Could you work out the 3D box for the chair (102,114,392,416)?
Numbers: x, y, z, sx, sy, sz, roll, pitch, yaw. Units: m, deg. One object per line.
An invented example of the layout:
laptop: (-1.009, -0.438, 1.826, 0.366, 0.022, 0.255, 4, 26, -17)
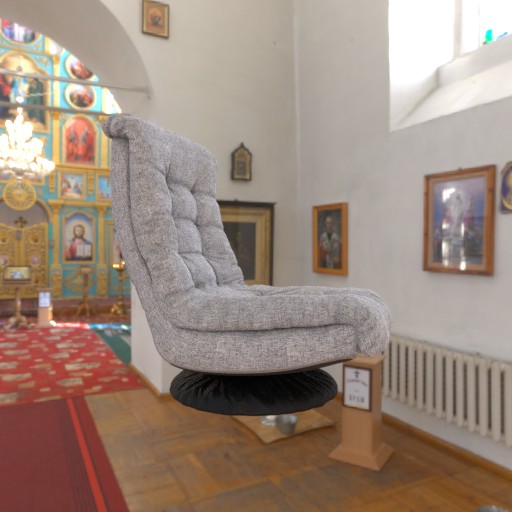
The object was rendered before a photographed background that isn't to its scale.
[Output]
chair: (0.000, 0.000, 0.993, 0.583, 0.600, 0.400, 0, 0, 17)
